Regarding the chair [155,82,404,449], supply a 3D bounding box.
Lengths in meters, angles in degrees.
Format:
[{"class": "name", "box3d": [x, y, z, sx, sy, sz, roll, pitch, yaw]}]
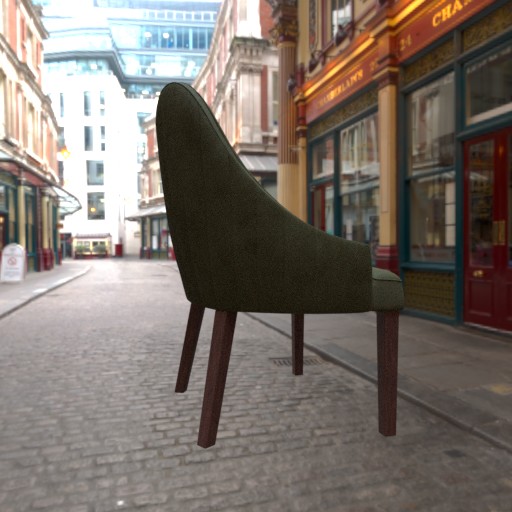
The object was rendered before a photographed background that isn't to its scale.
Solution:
[{"class": "chair", "box3d": [0.000, 0.000, 1.302, 0.575, 0.889, 0.643, 0, 0, -18]}]
